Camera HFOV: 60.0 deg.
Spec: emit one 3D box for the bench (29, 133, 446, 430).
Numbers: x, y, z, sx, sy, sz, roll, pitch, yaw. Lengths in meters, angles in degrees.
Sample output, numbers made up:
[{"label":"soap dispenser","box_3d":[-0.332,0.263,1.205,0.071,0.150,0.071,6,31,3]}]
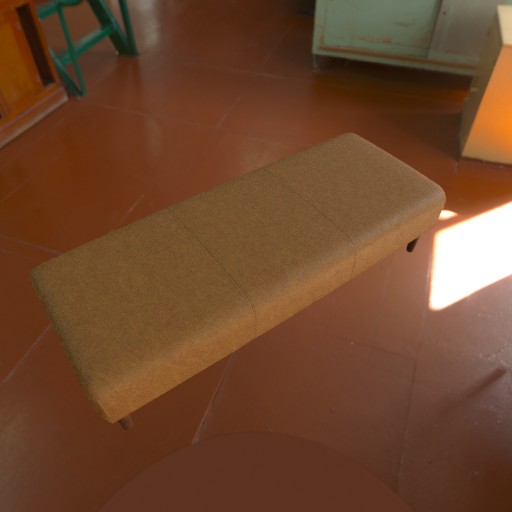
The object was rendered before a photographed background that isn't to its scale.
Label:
[{"label":"bench","box_3d":[0.000,0.000,1.863,1.610,0.399,0.653,-28,53,-24]}]
